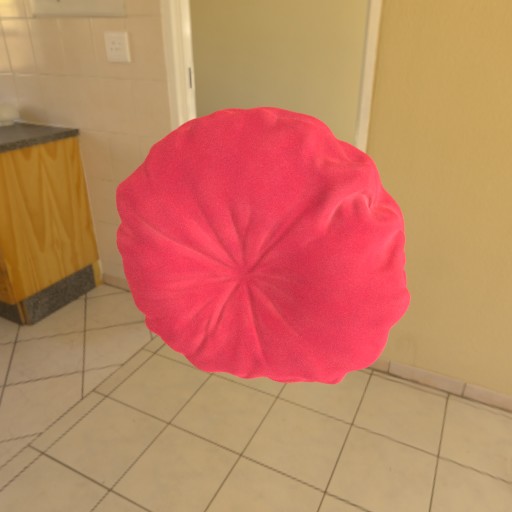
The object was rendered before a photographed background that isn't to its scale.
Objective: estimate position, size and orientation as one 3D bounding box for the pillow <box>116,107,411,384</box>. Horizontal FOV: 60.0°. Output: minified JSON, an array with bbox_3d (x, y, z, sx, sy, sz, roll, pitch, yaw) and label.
[{"bbox_3d":[0.000,0.000,0.636,0.428,0.407,0.148,8,28,15],"label":"pillow"}]
